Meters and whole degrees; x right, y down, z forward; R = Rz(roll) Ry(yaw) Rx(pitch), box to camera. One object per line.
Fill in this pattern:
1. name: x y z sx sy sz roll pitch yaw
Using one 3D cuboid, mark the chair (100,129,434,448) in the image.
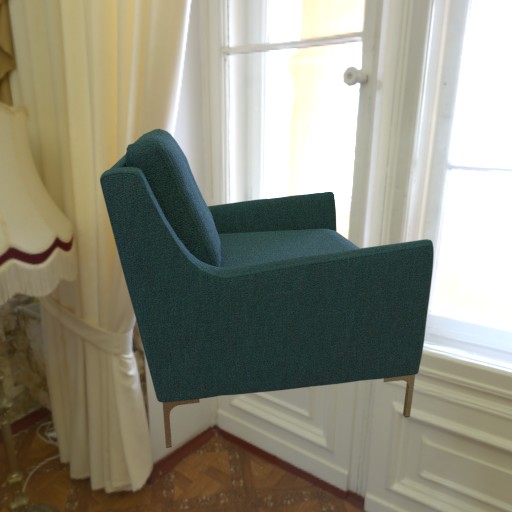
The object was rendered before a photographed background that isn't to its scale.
1. chair: 0.000 0.000 1.526 0.849 0.828 0.847 -3 18 -10
